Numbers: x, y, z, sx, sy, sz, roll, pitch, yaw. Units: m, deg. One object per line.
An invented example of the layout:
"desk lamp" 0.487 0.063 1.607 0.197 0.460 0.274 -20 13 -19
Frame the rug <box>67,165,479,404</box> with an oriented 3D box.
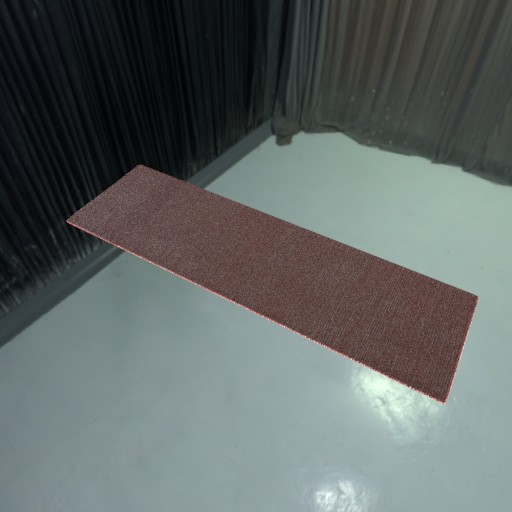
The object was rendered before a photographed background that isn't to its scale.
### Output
"rug" 0.000 0.000 2.516 2.307 0.012 0.687 23 51 20
